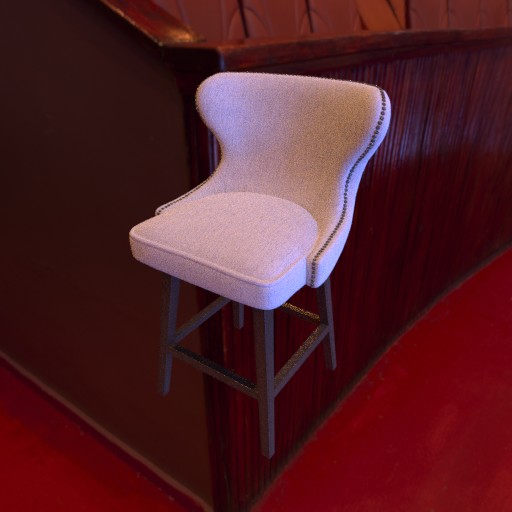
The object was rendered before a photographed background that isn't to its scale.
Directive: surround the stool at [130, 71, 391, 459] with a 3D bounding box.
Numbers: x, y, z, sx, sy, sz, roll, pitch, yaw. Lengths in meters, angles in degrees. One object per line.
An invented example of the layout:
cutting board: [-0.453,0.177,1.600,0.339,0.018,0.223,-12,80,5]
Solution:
stool: [0.000,0.000,1.350,0.615,0.972,0.597,19,35,29]
